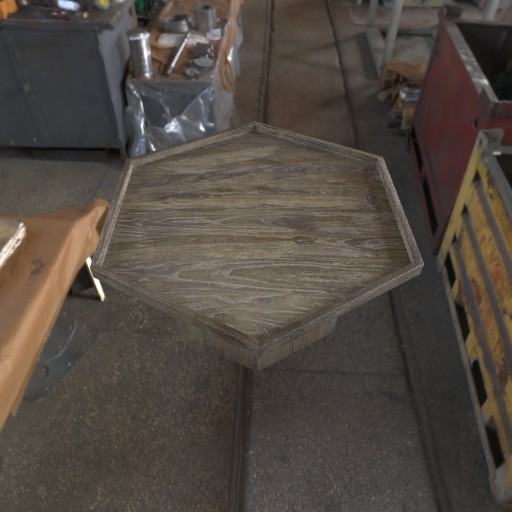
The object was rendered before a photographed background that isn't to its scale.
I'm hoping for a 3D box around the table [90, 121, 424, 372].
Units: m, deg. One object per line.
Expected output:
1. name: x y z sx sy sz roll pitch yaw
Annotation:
1. table: 0.000 0.000 1.648 1.115 0.488 0.966 -23 50 -21
